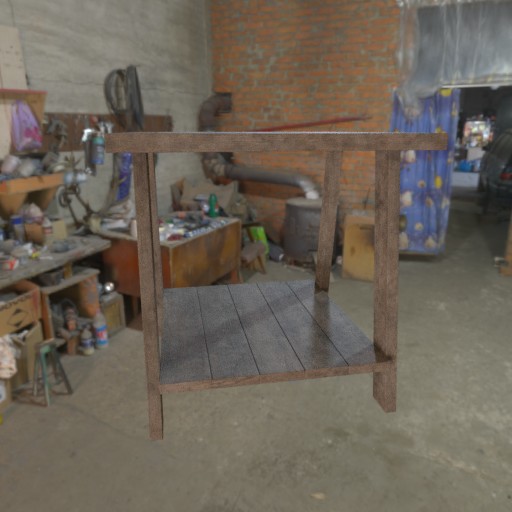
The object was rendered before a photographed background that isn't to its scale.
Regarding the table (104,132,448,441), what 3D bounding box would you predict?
[{"bbox_3d":[0.000,0.000,1.135,0.610,0.610,0.610,-3,16,-10],"label":"table"}]
